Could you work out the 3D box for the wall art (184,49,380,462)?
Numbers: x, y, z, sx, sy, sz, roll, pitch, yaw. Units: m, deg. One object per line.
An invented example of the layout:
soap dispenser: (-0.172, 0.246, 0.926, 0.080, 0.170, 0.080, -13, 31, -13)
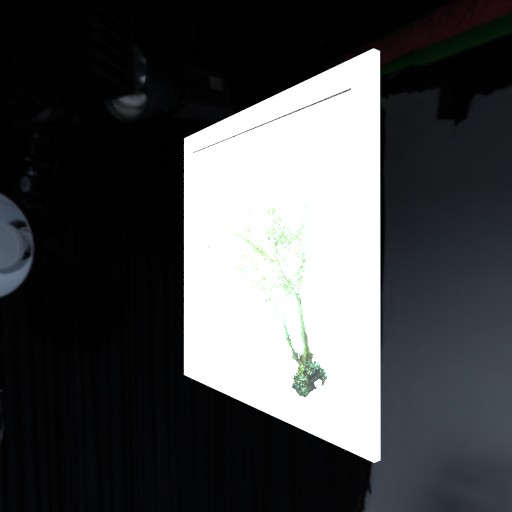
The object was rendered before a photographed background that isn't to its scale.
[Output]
wall art: (0.000, 0.000, 0.868, 0.013, 0.584, 0.584, 0, 0, -36)
